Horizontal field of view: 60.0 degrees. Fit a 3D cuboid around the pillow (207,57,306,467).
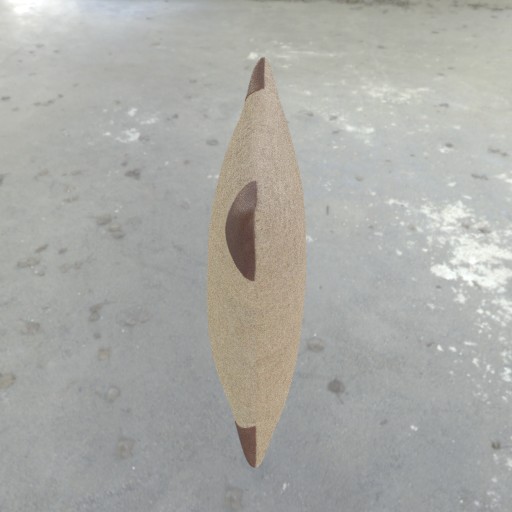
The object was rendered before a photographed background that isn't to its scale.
[{"bbox_3d":[0.000,0.000,0.669,0.147,0.448,0.437,0,40,1],"label":"pillow"}]
